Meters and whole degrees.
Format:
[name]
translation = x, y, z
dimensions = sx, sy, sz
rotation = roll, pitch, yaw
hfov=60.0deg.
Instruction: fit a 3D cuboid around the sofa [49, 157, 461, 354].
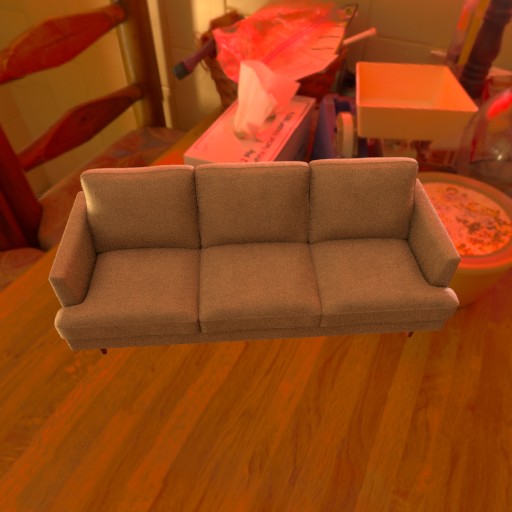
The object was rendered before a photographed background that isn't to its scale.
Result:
[sofa]
translation = 0.000, 0.000, 2.713
dimensions = 2.246, 0.930, 0.903
rotation = -3, 46, -3
